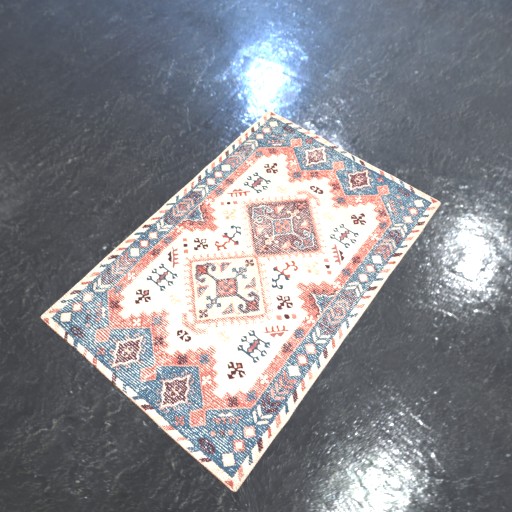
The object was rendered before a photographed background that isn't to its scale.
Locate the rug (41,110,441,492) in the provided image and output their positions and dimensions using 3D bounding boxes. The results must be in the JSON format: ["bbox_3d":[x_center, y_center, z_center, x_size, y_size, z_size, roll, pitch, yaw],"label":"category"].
[{"bbox_3d":[0.000,0.000,2.316,1.225,0.015,1.840,34,65,18],"label":"rug"}]
